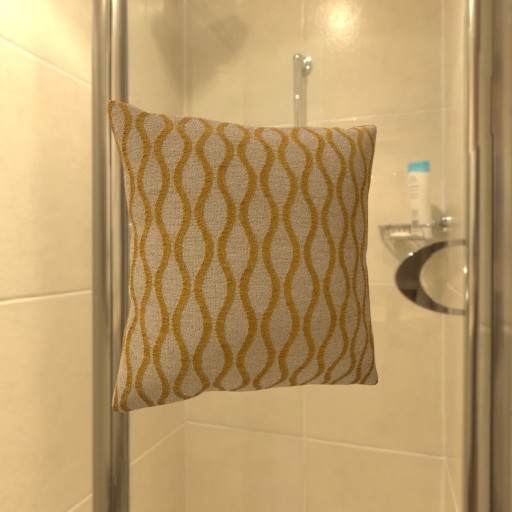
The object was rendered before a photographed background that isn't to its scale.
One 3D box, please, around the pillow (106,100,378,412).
[{"bbox_3d":[0.000,0.000,0.671,0.429,0.436,0.159,0,0,-19],"label":"pillow"}]
